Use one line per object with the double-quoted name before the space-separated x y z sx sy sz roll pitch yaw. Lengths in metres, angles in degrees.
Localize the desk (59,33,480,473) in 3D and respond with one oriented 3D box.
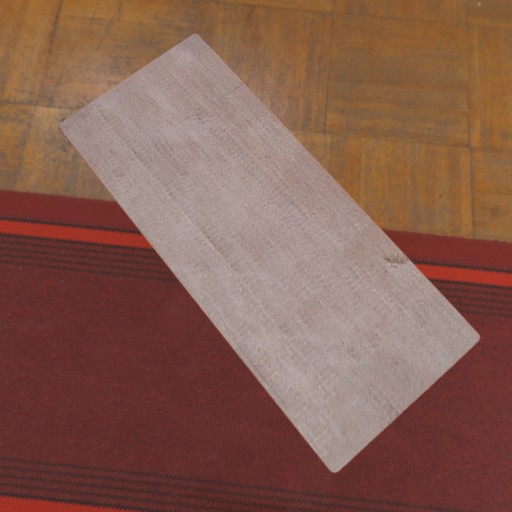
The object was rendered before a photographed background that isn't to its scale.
"desk" 0.000 0.000 1.719 0.574 0.756 1.353 -38 78 -9
